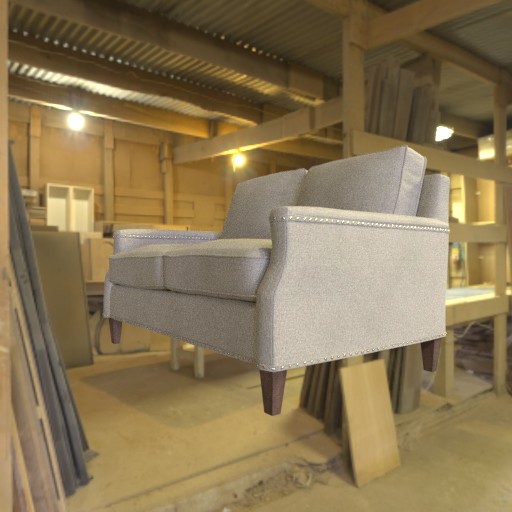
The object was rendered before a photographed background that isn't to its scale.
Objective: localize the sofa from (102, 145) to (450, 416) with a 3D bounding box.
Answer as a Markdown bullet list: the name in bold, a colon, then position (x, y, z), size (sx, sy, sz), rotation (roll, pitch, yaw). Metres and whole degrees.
- **sofa**: position (0.000, 0.000, 2.272), size (1.084, 1.003, 1.597), rotation (0, 0, -37)
